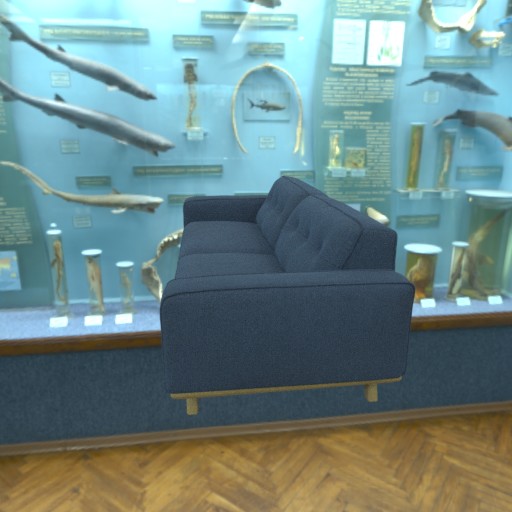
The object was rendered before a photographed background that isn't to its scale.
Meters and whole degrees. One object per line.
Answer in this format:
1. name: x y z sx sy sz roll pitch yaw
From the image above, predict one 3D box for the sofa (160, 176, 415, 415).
1. sofa: 0.000 0.000 2.698 0.953 0.782 2.270 -2 16 -6
